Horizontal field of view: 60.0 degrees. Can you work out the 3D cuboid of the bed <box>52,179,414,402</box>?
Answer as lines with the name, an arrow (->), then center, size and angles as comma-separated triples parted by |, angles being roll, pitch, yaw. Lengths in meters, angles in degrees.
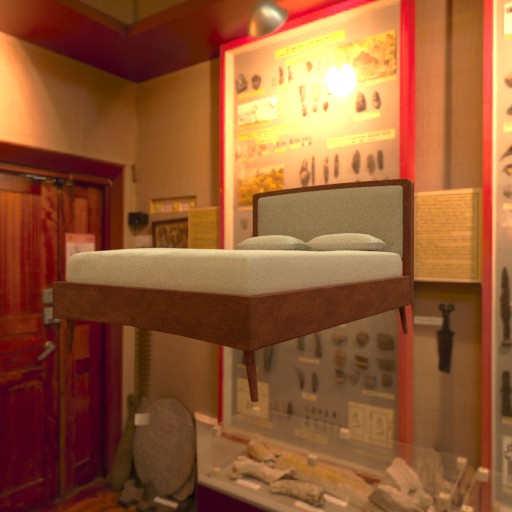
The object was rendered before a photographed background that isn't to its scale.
bed -> 0.000, 0.000, 3.217 | 1.587, 1.275, 2.196 | 0, 1, 37
